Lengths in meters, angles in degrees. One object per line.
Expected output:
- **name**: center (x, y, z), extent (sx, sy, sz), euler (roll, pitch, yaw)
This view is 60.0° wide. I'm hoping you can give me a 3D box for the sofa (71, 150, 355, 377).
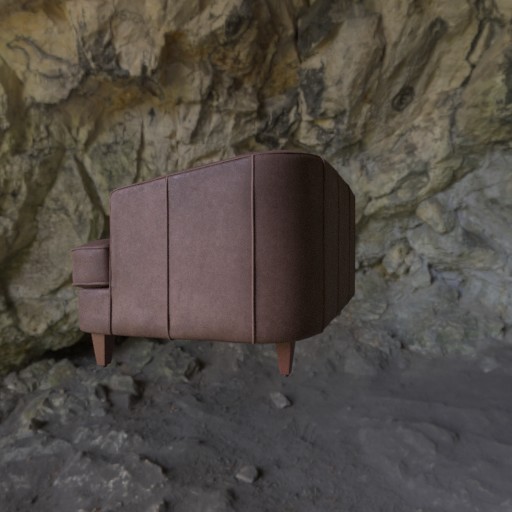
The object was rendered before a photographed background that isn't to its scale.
- **sofa**: center (0.000, 0.000, 2.307), extent (0.917, 0.799, 1.767), euler (0, 2, 18)
